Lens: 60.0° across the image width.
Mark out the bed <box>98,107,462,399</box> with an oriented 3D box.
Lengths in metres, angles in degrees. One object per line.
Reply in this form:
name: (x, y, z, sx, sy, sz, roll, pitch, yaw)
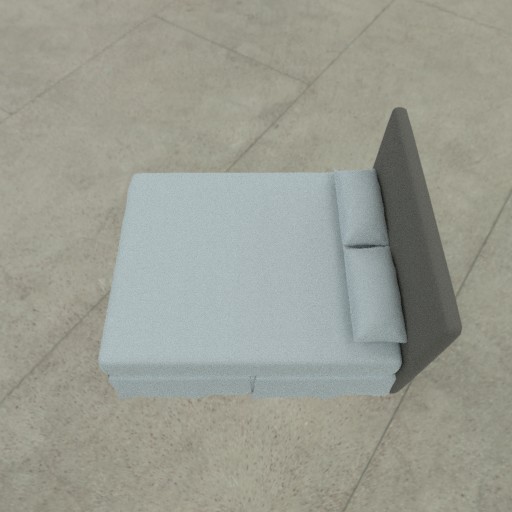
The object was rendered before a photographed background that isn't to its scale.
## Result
bed: (0.000, 0.000, 3.227, 2.142, 1.330, 1.748, 0, 59, 0)
